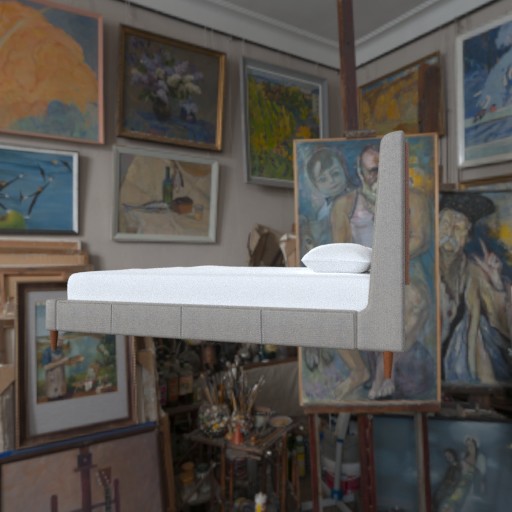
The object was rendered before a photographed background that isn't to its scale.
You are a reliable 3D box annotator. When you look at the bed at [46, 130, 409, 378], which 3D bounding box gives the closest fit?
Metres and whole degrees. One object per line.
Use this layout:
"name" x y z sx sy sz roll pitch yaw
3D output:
"bed" 0.000 0.000 3.612 2.342 1.289 2.062 0 0 19
